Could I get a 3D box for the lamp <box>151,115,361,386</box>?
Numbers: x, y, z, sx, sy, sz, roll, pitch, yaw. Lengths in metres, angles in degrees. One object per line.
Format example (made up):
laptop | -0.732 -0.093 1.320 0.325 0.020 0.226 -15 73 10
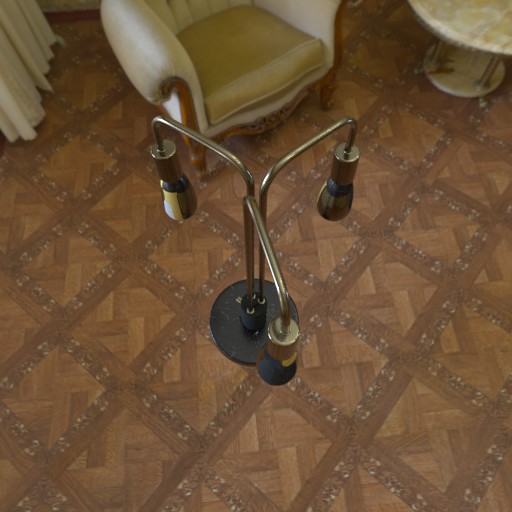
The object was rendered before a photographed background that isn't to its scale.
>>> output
lamp | 0.000 0.000 0.806 0.368 0.560 0.355 35 68 16
